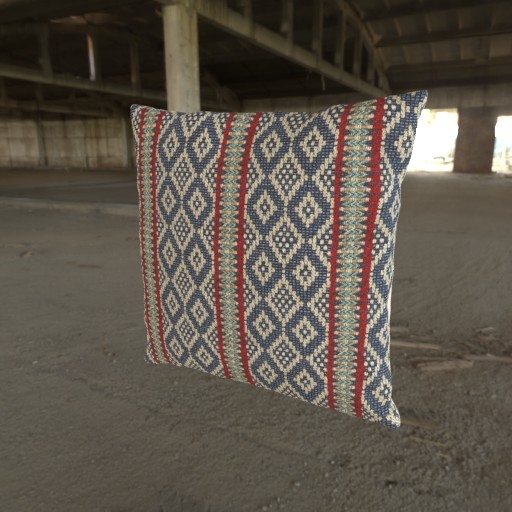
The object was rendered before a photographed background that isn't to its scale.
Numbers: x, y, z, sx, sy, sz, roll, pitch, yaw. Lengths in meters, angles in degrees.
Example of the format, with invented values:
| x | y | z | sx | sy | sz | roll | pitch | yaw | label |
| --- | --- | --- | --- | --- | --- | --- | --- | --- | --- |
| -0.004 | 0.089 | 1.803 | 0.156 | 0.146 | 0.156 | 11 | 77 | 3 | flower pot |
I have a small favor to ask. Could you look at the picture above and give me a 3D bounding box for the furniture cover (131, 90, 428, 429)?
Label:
| x | y | z | sx | sy | sz | roll | pitch | yaw | label |
| --- | --- | --- | --- | --- | --- | --- | --- | --- | --- |
| 0.000 | 0.000 | 0.638 | 0.431 | 0.431 | 0.139 | 7 | 15 | 26 | furniture cover |
